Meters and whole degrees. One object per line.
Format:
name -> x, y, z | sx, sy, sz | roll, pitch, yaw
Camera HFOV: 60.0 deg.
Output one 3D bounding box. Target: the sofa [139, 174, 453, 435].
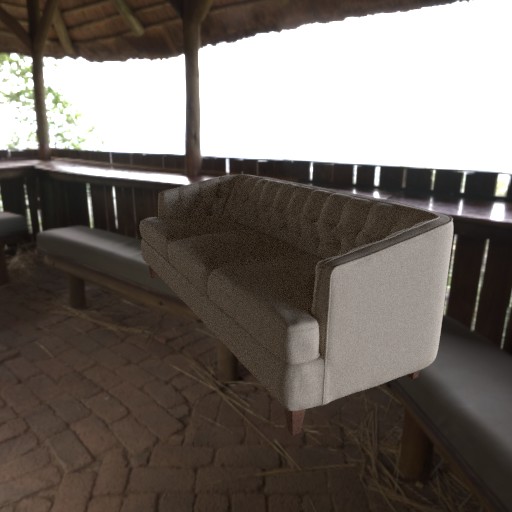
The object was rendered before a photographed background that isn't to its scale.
sofa -> 0.000, 0.000, 2.665 | 0.913, 0.788, 2.235 | -8, 18, -26
